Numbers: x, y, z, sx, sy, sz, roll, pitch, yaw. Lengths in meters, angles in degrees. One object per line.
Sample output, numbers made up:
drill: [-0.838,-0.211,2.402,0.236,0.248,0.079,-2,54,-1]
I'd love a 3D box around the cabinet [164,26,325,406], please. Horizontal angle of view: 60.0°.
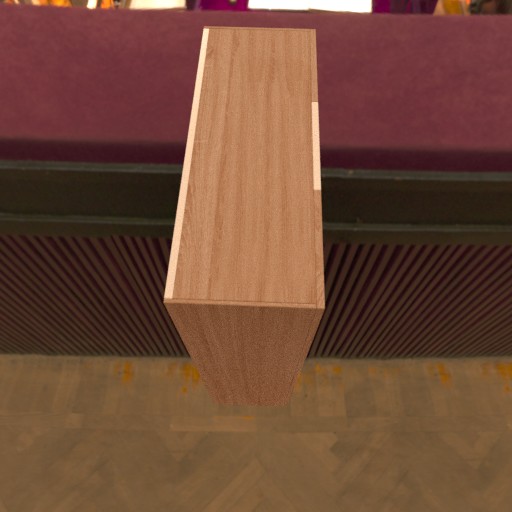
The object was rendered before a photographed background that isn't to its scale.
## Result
cabinet: [0.000,0.000,2.834,0.590,2.120,1.500,2,62,1]
